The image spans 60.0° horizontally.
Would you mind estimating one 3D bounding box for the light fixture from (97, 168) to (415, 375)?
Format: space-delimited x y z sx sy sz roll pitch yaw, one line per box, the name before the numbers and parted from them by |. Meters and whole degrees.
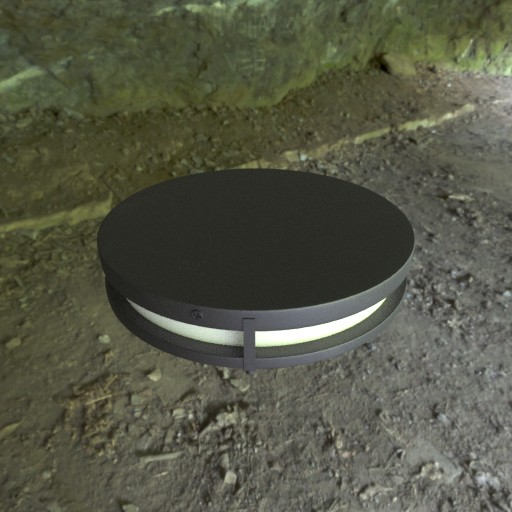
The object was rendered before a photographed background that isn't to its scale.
light fixture | 0.000 0.000 0.540 0.356 0.102 0.356 0 30 0
